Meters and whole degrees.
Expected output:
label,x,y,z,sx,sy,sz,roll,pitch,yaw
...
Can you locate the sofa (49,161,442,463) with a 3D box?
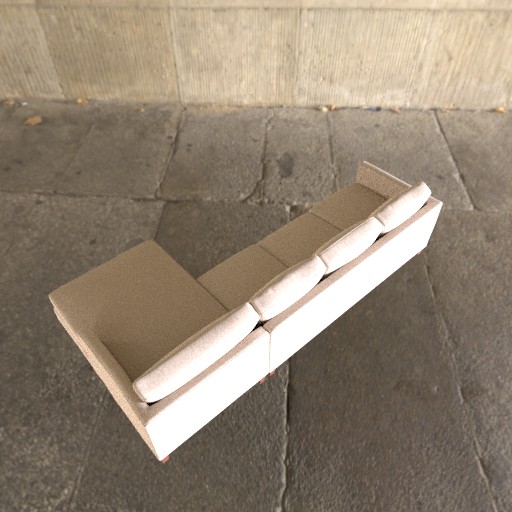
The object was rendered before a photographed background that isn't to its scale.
label,x,y,z,sx,sy,sz,roll,pitch,yaw
sofa,0.000,0.000,3.943,3.186,0.861,1.625,-32,54,-27
